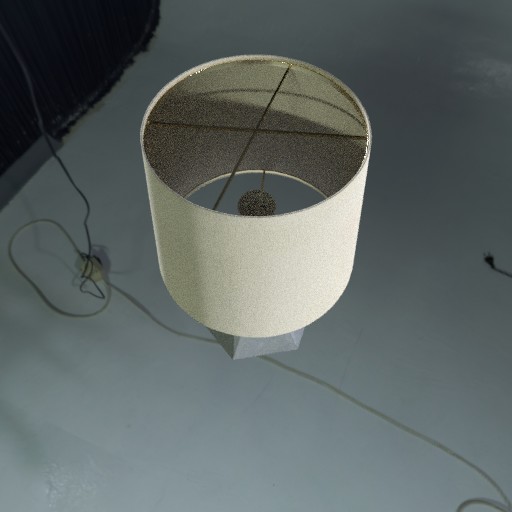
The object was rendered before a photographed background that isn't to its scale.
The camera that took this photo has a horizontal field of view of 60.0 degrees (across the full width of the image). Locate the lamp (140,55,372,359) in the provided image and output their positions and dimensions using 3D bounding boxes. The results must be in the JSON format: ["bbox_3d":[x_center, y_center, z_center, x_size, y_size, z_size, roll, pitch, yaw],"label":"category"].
[{"bbox_3d":[0.000,0.000,0.656,0.276,0.501,0.276,0,59,0],"label":"lamp"}]
